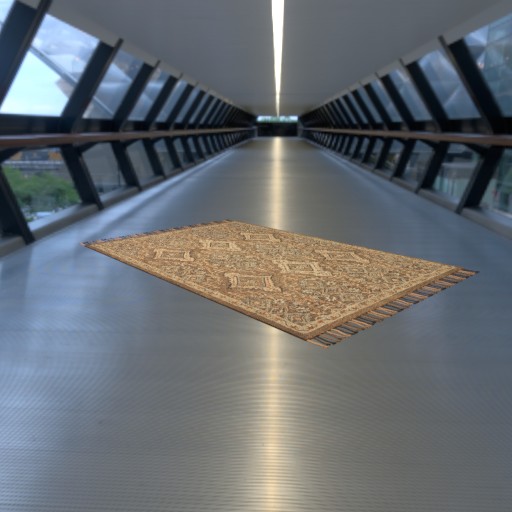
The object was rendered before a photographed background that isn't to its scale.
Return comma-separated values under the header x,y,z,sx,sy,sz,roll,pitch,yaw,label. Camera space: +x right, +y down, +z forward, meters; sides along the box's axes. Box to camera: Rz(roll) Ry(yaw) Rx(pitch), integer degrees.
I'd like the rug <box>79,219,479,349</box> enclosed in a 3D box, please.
x,y,z,sx,sy,sz,roll,pitch,yaw,label
0.000,0.000,3.097,1.516,0.010,2.434,-14,20,-41,rug
